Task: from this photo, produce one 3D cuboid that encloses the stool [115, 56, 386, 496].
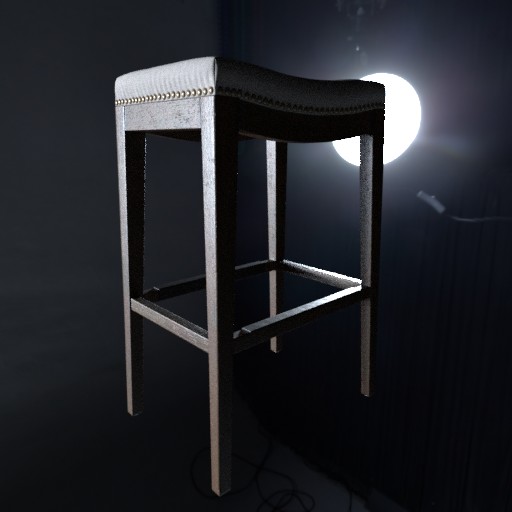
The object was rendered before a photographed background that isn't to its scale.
[{"bbox_3d":[0.000,0.000,1.007,0.508,0.762,0.356,-13,20,-41],"label":"stool"}]
